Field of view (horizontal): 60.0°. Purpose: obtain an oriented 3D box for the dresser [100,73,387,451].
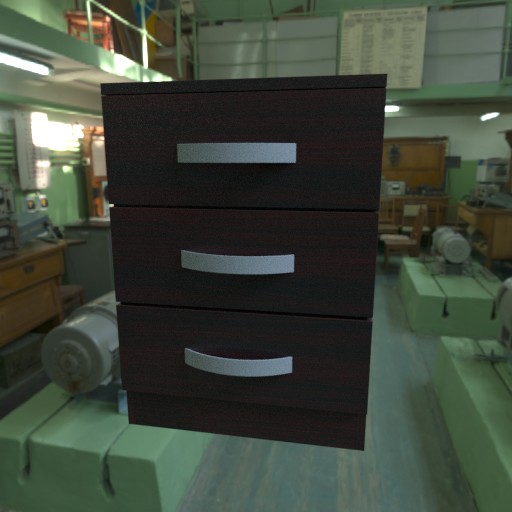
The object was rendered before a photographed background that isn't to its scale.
[{"bbox_3d":[0.000,0.000,0.810,0.400,0.560,0.360,2,13,10],"label":"dresser"}]
